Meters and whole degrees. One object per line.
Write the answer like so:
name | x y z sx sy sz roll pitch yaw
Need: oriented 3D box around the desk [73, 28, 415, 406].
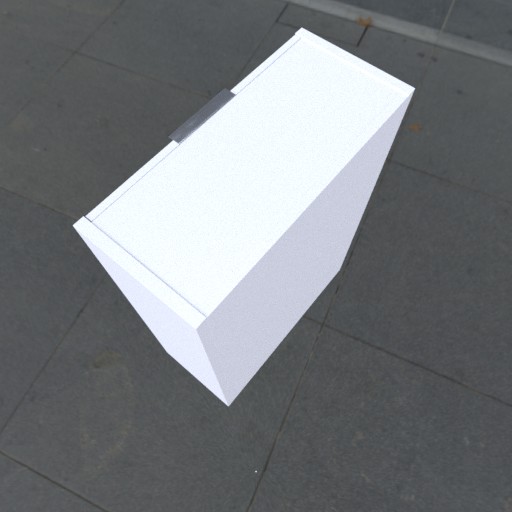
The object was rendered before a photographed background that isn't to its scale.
desk | 0.000 0.000 1.618 0.390 1.190 0.850 37 69 16
